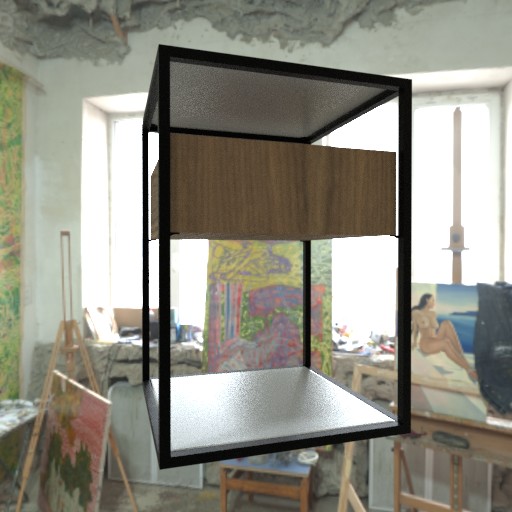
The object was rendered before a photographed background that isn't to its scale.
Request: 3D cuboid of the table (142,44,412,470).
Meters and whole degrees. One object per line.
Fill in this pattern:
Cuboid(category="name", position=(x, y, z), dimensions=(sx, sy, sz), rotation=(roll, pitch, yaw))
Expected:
Cuboid(category="table", position=(0.000, 0.000, 0.799), dimensions=(0.378, 0.540, 0.378), rotation=(0, 1, -18))
